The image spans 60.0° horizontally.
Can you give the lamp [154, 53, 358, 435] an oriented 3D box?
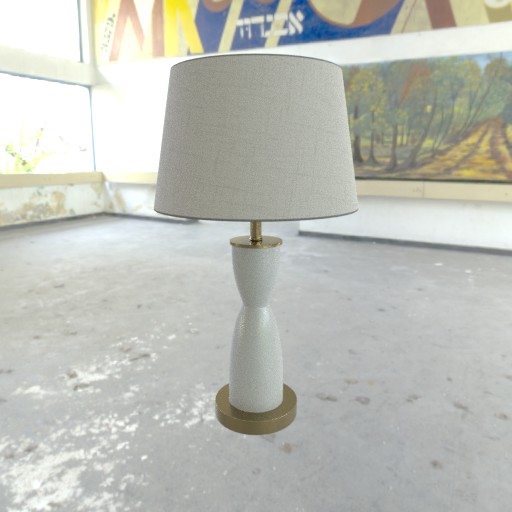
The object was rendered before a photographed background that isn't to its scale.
[{"bbox_3d":[0.000,0.000,0.702,0.309,0.545,0.309,0,13,0],"label":"lamp"}]
